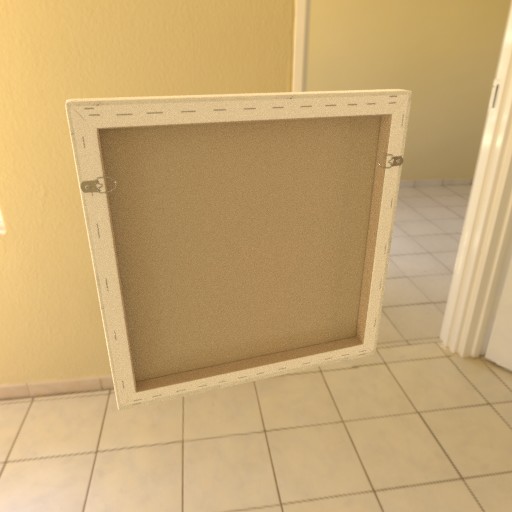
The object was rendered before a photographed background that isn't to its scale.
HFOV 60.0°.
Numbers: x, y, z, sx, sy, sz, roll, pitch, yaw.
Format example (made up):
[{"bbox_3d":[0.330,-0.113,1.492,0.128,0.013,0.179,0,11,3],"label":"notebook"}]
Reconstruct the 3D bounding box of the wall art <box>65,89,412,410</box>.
[{"bbox_3d":[0.000,0.000,0.888,0.610,0.611,0.040,-8,26,-16],"label":"wall art"}]
